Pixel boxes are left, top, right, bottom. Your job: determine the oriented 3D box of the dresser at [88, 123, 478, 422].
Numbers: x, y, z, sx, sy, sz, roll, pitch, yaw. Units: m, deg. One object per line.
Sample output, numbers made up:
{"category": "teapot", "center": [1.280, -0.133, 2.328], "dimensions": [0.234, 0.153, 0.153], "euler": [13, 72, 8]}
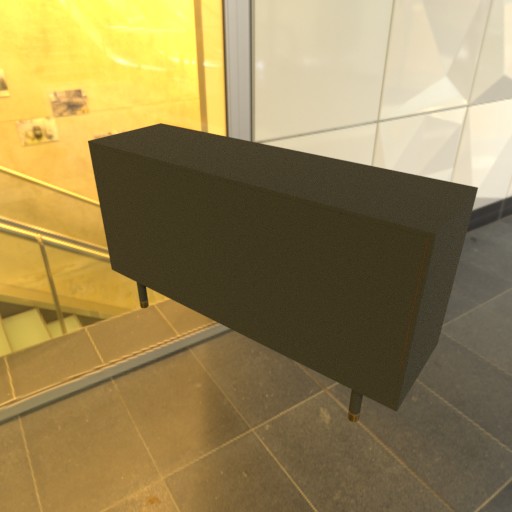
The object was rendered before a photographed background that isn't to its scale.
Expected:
{"category": "dresser", "center": [0.000, 0.000, 1.968], "dimensions": [1.558, 0.872, 0.463], "euler": [20, 35, 32]}
